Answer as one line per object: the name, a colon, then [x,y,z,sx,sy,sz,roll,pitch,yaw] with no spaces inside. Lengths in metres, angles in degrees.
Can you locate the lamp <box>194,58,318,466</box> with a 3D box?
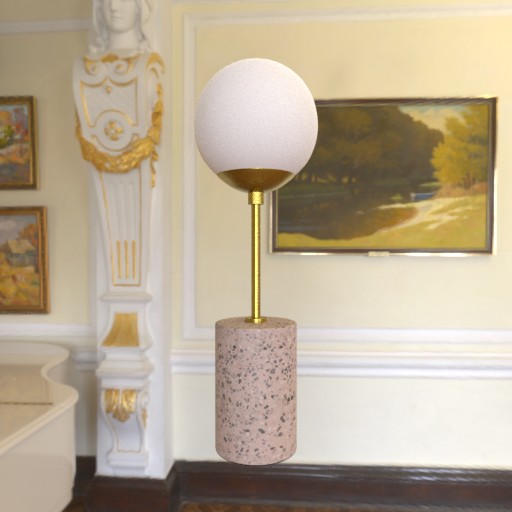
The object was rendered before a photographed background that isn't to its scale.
lamp: [0.000,0.000,0.556,0.153,0.480,0.153,0,0,0]
